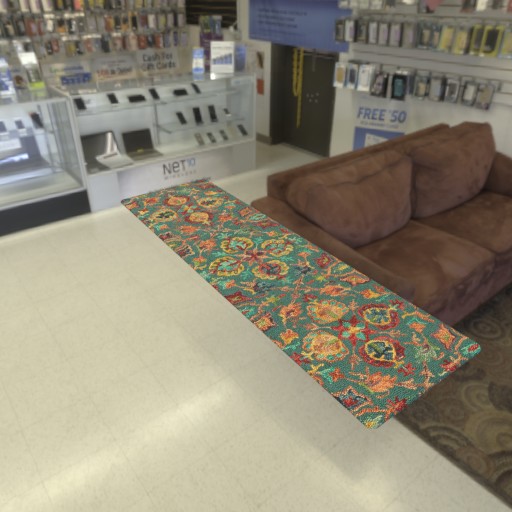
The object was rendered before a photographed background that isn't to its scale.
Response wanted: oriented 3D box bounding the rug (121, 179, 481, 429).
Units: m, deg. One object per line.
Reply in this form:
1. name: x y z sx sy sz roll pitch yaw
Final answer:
1. rug: 0.000 0.000 2.456 0.686 0.013 2.286 -21 37 -30
